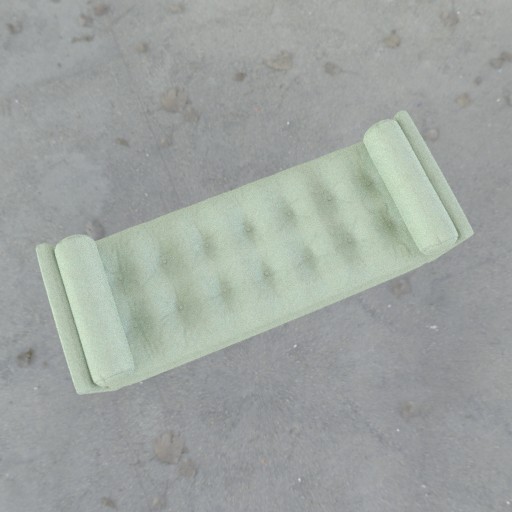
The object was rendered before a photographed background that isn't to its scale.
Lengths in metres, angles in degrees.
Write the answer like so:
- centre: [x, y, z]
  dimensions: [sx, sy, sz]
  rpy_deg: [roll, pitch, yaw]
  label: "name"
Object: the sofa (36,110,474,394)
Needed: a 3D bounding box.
- centre: [0.000, 0.000, 2.504]
  dimensions: [2.102, 0.705, 0.796]
  rpy_deg: [-21, 76, -5]
  label: "sofa"
